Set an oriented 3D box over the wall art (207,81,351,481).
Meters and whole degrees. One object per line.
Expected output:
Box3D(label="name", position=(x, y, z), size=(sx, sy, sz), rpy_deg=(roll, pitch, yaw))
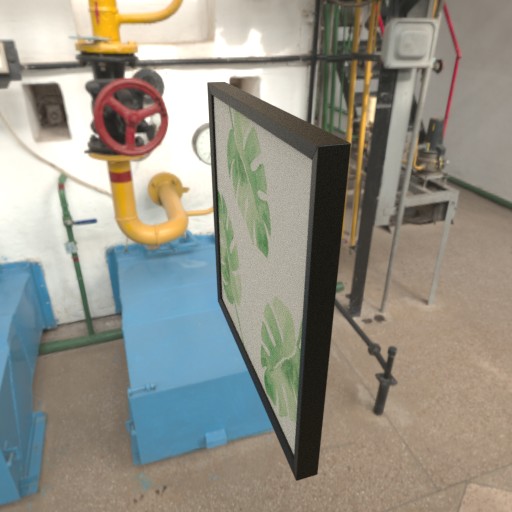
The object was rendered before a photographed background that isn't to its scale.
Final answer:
Box3D(label="wall art", position=(0.000, 0.000, 0.767), size=(0.036, 0.508, 0.508), rpy_deg=(-9, 29, -16))
